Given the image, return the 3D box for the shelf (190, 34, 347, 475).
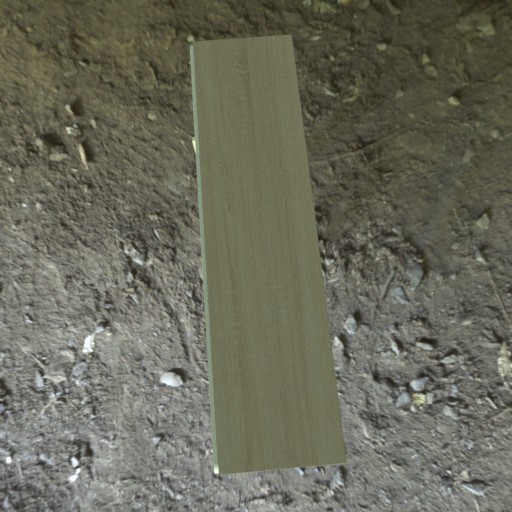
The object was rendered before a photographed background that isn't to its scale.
[{"bbox_3d":[0.000,0.000,1.848,0.400,0.780,1.490,-5,75,-1],"label":"shelf"}]
